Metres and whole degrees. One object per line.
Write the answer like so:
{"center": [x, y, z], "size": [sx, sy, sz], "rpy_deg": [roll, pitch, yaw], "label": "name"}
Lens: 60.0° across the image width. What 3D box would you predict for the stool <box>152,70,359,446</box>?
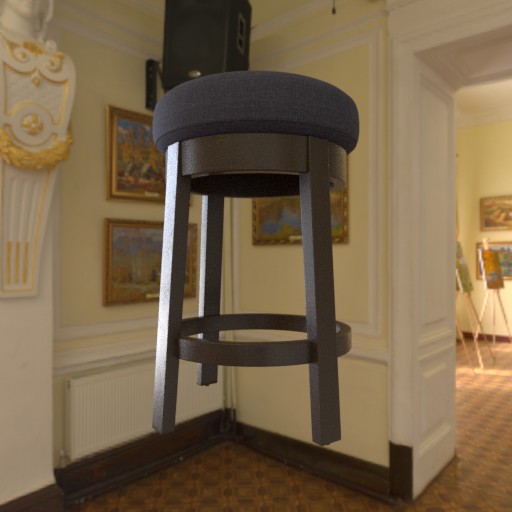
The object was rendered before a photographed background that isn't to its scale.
{"center": [0.000, 0.000, 0.945], "size": [0.449, 0.655, 0.449], "rpy_deg": [0, 0, 0], "label": "stool"}
